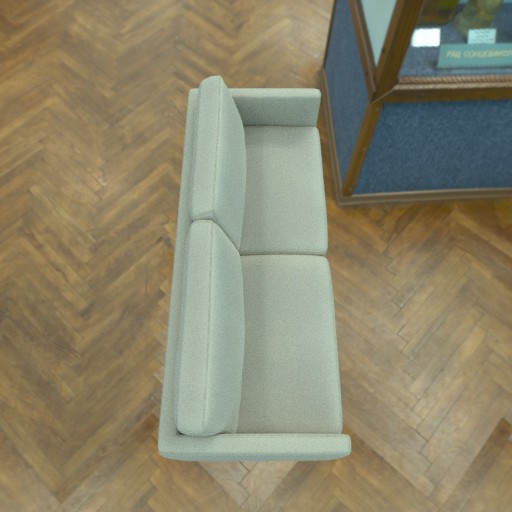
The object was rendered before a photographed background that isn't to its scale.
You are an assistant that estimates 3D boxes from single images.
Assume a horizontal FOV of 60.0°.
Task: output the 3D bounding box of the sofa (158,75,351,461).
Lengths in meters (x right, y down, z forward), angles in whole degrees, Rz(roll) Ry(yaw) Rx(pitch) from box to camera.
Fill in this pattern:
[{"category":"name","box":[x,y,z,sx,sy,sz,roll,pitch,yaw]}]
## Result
[{"category":"sofa","box":[0.000,0.000,2.823,0.951,0.968,2.361,0,64,0]}]
